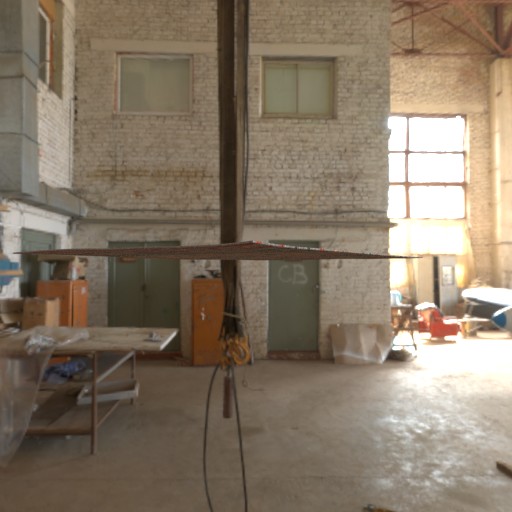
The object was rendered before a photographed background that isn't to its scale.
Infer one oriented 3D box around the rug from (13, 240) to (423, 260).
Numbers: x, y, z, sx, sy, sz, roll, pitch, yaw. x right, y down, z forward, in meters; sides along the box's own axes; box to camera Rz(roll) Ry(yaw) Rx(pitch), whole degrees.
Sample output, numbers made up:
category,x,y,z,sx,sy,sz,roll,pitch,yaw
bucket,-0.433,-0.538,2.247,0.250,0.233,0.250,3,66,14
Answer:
category,x,y,z,sx,sy,sz,roll,pitch,yaw
rug,0.000,0.000,2.264,1.220,0.017,1.835,-1,-2,34
